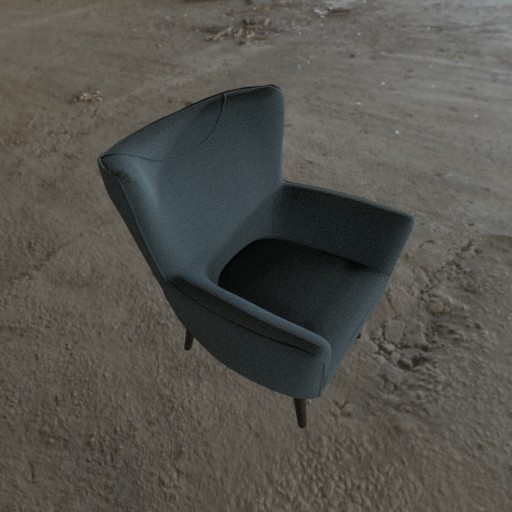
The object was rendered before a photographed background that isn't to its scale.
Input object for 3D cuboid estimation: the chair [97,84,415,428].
[{"bbox_3d":[0.000,0.000,1.607,0.888,0.933,0.781,24,46,25],"label":"chair"}]
